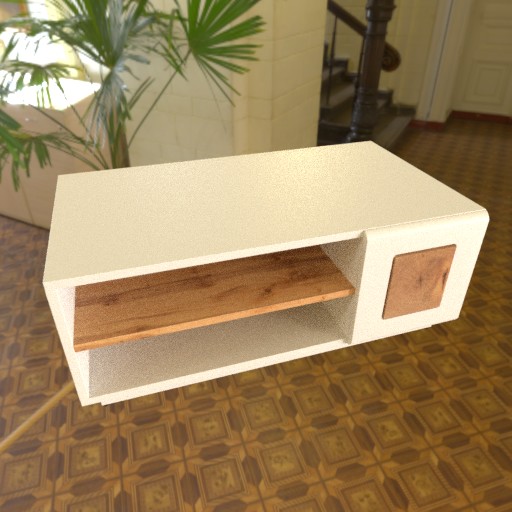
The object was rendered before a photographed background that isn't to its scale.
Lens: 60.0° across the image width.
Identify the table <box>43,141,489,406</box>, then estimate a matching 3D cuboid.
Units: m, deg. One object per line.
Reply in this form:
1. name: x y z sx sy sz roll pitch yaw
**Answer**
1. table: 0.000 0.000 1.393 1.097 0.442 0.639 -10 34 -15
